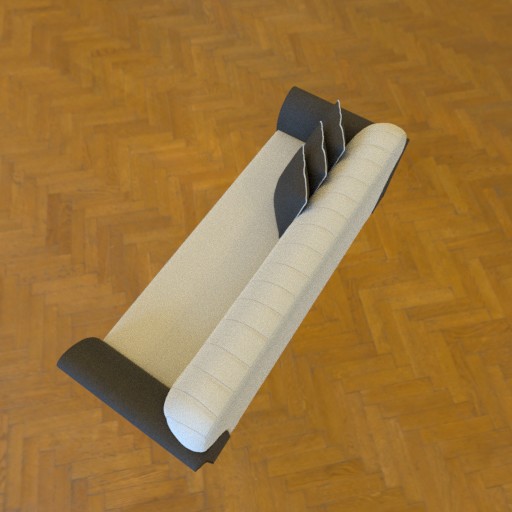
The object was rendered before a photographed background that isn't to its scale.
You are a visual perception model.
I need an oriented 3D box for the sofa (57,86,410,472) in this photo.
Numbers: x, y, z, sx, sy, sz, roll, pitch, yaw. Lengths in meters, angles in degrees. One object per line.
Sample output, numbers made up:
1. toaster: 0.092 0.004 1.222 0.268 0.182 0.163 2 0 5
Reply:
1. sofa: 0.000 0.000 2.367 0.755 0.787 2.001 30 67 14
